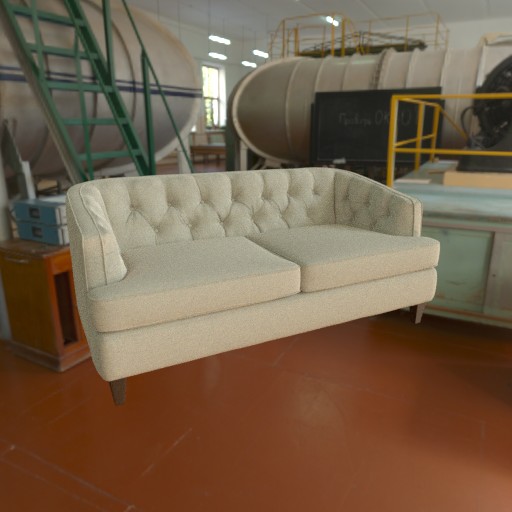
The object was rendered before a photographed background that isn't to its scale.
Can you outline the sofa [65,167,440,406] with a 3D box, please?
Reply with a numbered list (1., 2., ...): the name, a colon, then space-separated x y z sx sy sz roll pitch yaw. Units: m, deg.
1. sofa: 0.000 0.000 2.298 1.733 0.855 0.941 -8 19 -26
